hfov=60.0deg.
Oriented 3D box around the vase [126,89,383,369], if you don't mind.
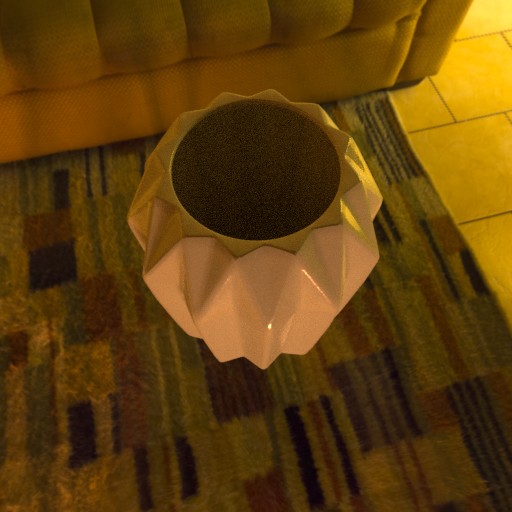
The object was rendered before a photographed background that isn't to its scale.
[{"bbox_3d":[0.000,0.000,0.409,0.195,0.275,0.195,0,65,0],"label":"vase"}]
